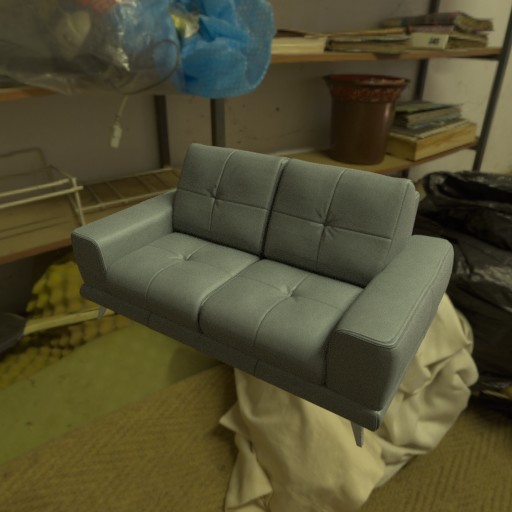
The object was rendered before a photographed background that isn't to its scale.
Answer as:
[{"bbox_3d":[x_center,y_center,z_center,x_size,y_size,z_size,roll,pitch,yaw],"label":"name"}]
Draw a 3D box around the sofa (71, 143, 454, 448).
[{"bbox_3d":[0.000,0.000,2.342,1.806,0.907,1.018,17,32,29],"label":"sofa"}]
